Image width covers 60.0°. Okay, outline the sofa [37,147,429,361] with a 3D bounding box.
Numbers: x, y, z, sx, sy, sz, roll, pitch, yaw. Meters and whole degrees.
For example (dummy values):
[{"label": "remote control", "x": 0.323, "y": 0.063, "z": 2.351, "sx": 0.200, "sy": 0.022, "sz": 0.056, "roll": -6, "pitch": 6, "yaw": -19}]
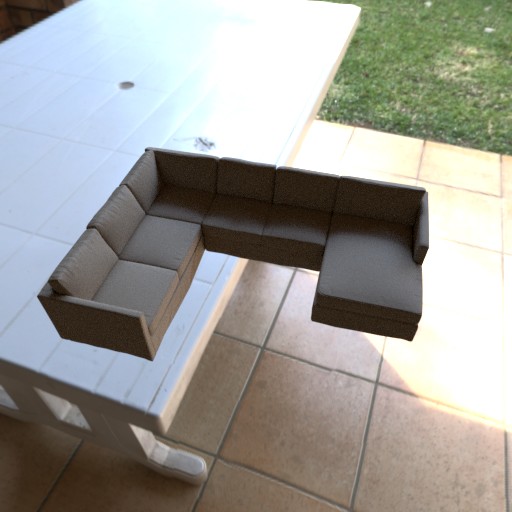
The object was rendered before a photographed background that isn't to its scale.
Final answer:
[{"label": "sofa", "x": 0.000, "y": 0.000, "z": 4.657, "sx": 3.460, "sy": 0.882, "sz": 2.427, "roll": 10, "pitch": 47, "yaw": 10}]
